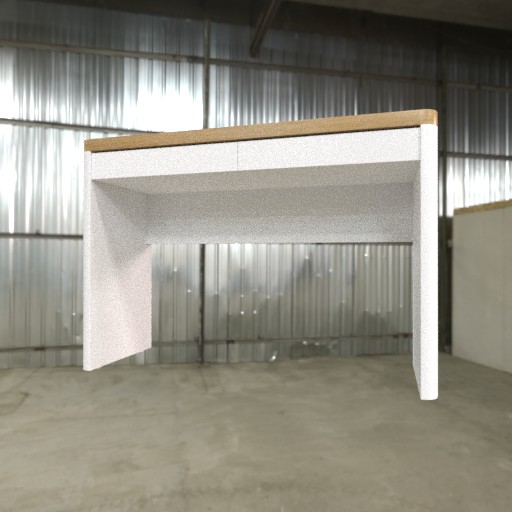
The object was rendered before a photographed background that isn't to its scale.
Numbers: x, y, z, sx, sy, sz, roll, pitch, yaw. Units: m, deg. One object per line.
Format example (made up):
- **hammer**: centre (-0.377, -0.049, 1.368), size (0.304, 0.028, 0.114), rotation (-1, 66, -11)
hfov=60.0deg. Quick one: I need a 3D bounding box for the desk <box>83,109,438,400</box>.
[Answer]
- **desk**: centre (0.000, 0.000, 1.482), size (1.100, 0.760, 0.390), rotation (0, 0, 17)
